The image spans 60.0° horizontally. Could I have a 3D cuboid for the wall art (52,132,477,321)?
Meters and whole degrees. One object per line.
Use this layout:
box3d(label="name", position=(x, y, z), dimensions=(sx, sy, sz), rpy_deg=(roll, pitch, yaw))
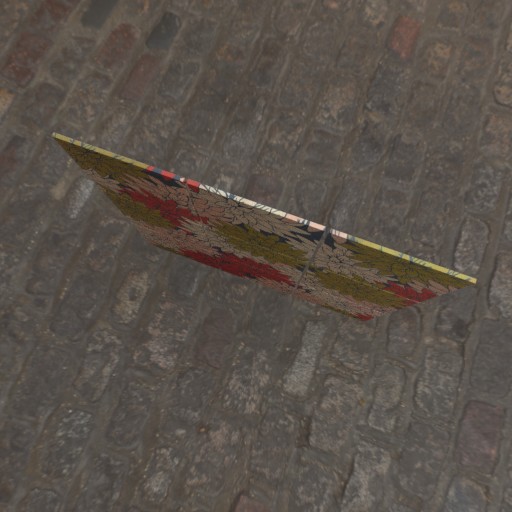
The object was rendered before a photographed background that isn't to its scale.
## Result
box3d(label="wall art", position=(0.000, 0.000, 1.780), dimensions=(1.206, 1.218, 0.013), rpy_deg=(20, 78, 4))
